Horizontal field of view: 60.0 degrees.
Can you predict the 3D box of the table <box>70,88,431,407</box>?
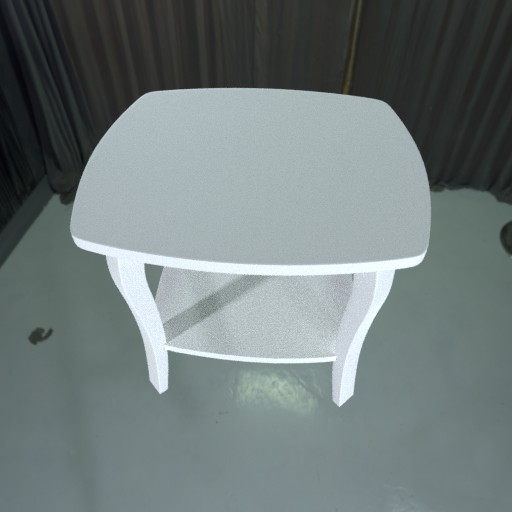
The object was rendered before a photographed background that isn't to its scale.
[{"bbox_3d":[0.000,0.000,0.830,0.502,0.438,0.451,3,46,3],"label":"table"}]
